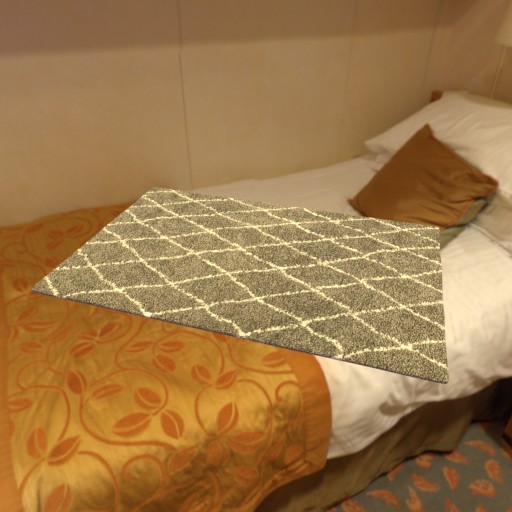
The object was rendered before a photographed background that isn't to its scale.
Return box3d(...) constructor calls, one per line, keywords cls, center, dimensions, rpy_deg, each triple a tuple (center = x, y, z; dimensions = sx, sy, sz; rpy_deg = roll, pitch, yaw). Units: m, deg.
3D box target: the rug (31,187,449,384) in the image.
box3d(cls="rug", center=(0.000, 0.000, 3.445), dimensions=(2.743, 0.030, 1.778), rpy_deg=(10, 35, 14))
